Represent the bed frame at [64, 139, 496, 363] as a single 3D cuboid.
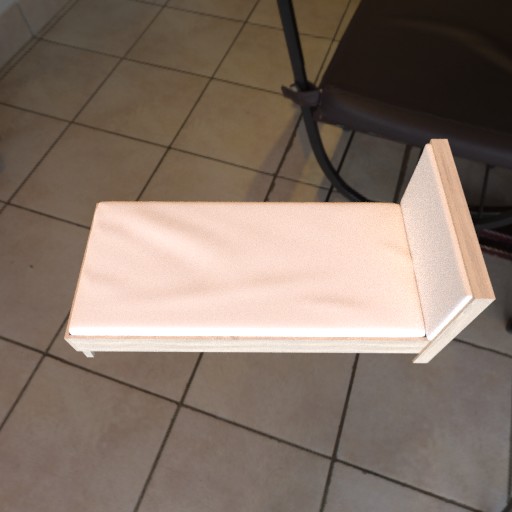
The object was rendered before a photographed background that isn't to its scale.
[{"bbox_3d":[0.000,0.000,2.627,2.140,0.920,0.990,0,59,0],"label":"bed frame"}]
